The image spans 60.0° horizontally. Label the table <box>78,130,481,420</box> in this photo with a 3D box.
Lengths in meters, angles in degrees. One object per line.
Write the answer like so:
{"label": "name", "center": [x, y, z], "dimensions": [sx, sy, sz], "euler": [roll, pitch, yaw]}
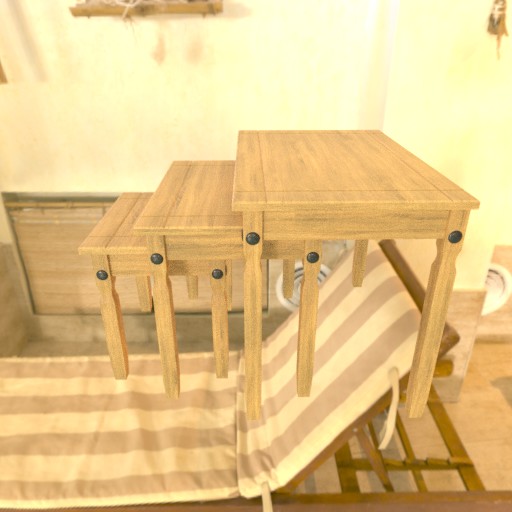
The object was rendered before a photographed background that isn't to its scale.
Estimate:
{"label": "table", "center": [0.000, 0.000, 1.181], "dimensions": [0.773, 0.535, 0.660], "euler": [0, 26, -1]}
